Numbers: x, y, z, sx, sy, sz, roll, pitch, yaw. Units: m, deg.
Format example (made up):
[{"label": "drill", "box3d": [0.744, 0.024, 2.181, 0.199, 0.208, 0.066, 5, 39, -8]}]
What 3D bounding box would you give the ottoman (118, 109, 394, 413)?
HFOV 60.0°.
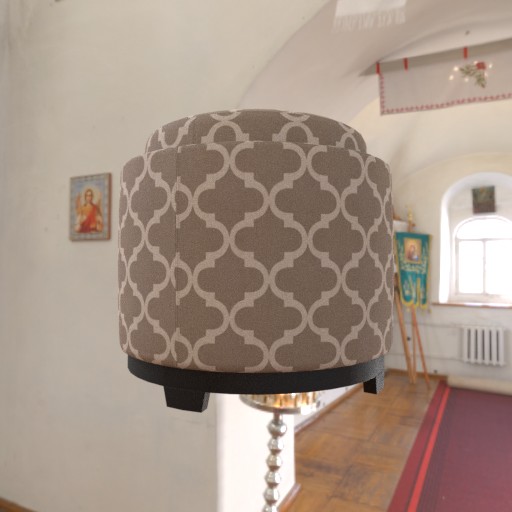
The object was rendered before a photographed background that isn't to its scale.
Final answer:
[{"label": "ottoman", "box3d": [0.000, 0.000, 0.807, 0.480, 0.429, 0.480, 0, -1, 0]}]
